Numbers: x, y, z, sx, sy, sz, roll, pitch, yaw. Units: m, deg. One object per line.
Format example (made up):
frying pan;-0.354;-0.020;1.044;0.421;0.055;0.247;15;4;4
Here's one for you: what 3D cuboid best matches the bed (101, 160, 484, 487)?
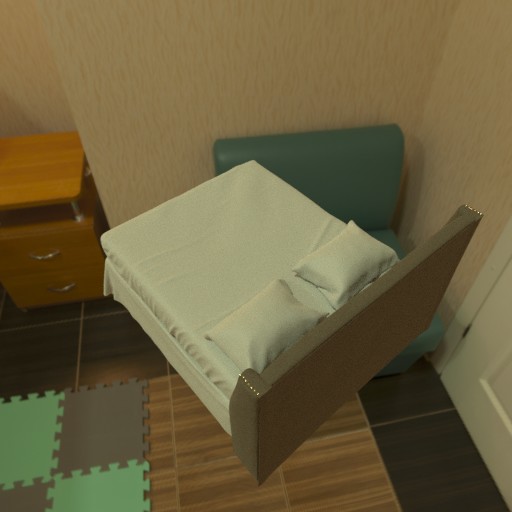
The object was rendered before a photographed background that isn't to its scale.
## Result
bed;0.000;0.000;3.439;1.925;1.332;2.276;-32;55;-26
